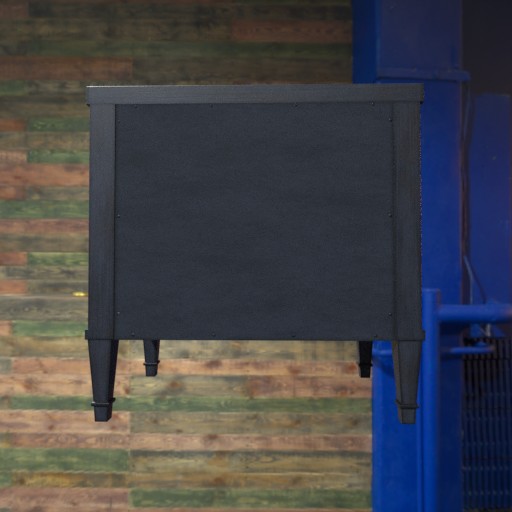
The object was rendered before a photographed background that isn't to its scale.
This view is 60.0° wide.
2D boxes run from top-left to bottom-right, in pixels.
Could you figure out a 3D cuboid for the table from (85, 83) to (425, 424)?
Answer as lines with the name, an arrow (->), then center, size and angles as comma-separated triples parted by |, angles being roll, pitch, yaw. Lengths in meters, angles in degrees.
table -> 0.000, 0.000, 1.064 | 0.660, 0.660, 0.413 | 0, -1, 1
